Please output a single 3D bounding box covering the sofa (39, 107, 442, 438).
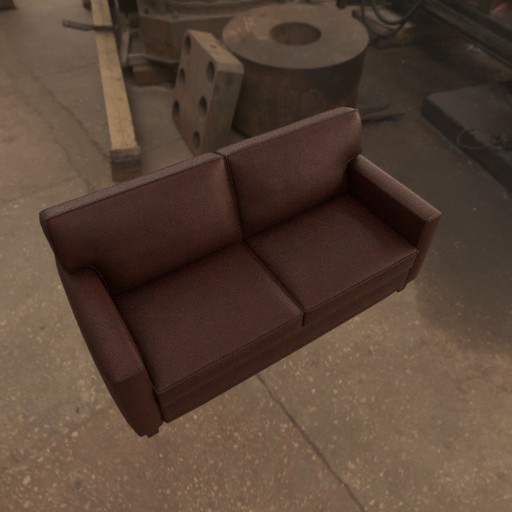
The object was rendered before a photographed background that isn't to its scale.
[{"bbox_3d":[0.000,0.000,2.367,1.876,0.928,0.912,-25,51,-22],"label":"sofa"}]
